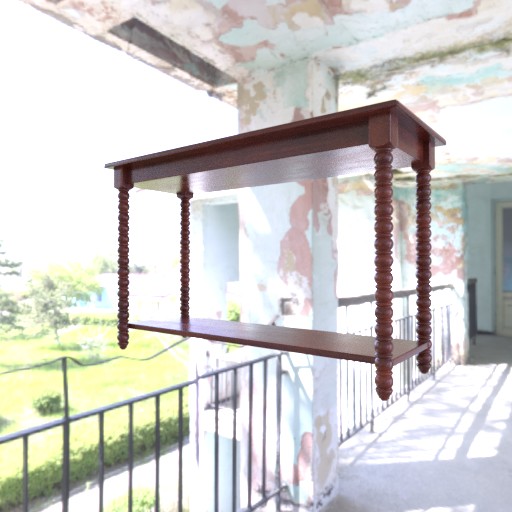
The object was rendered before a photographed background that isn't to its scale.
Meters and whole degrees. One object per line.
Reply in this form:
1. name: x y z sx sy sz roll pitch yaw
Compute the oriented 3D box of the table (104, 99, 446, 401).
1. table: 0.000 0.000 1.584 1.184 0.740 0.459 0 -1 37
